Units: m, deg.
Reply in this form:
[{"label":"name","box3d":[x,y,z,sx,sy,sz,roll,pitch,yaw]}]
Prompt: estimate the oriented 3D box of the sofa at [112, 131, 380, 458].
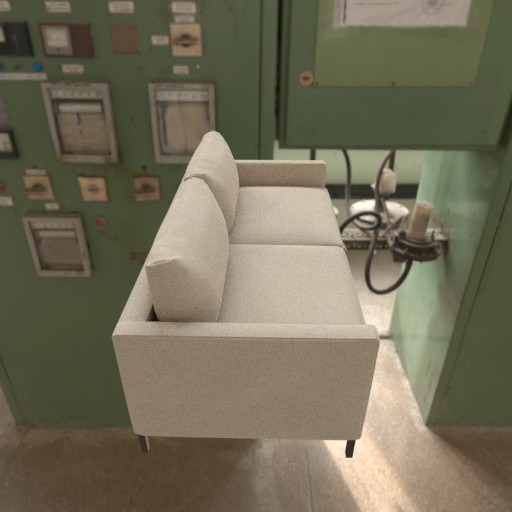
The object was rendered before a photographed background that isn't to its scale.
[{"label":"sofa","box3d":[0.000,0.000,2.187,0.875,0.840,1.682,1,32,1]}]
